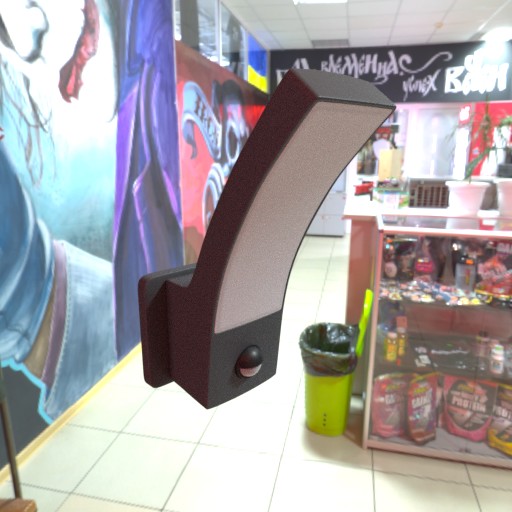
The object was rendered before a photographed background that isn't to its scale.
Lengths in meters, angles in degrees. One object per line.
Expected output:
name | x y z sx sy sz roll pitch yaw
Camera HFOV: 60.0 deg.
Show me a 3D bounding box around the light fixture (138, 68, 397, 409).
light fixture | 0.000 0.000 0.333 0.108 0.243 0.174 -13 19 -43
